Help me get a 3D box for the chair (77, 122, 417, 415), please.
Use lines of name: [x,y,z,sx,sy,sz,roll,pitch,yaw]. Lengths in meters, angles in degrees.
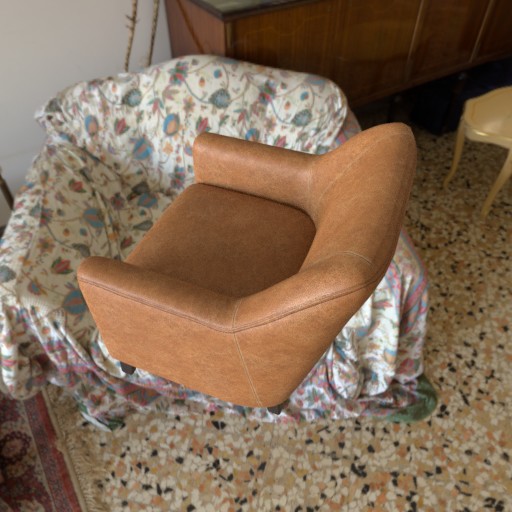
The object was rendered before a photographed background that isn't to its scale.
chair: [0.000,0.000,1.849,1.034,0.980,1.037,16,48,15]
